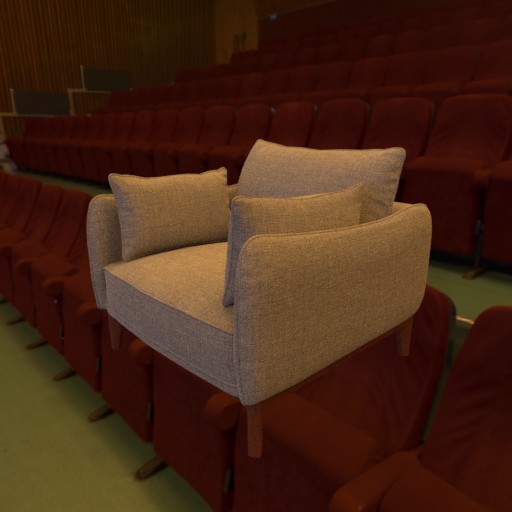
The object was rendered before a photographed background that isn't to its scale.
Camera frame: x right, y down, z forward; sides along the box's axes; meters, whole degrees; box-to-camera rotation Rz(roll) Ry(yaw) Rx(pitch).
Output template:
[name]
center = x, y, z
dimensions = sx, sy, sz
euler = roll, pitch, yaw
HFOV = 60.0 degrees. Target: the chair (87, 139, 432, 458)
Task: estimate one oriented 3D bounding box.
[chair]
center = 0.000, 0.000, 1.723
dimensions = 0.976, 0.839, 0.993
euler = -15, 23, -41
